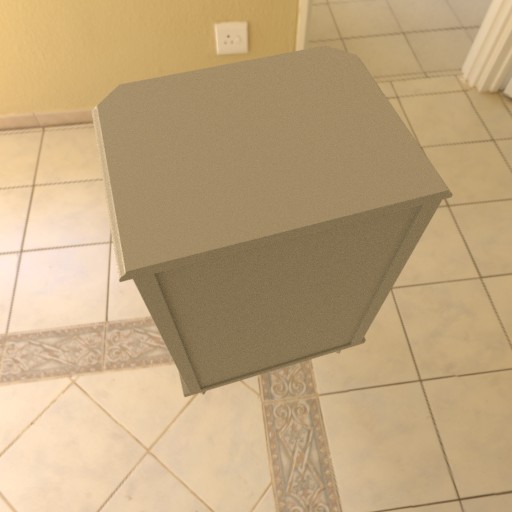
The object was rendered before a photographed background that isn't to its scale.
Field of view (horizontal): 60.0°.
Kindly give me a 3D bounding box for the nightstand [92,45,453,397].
[{"bbox_3d":[0.000,0.000,0.929,0.450,0.680,0.350,-15,60,-9],"label":"nightstand"}]
